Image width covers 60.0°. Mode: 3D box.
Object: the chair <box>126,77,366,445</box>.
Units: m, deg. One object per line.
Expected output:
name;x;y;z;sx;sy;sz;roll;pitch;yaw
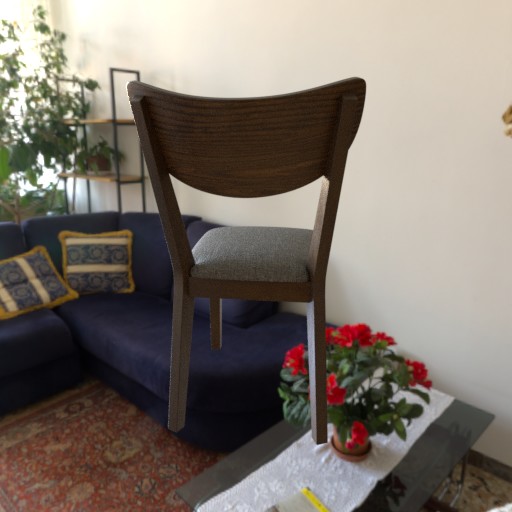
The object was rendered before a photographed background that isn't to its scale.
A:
chair;0.000;0.000;1.200;0.491;0.849;0.583;2;15;7
